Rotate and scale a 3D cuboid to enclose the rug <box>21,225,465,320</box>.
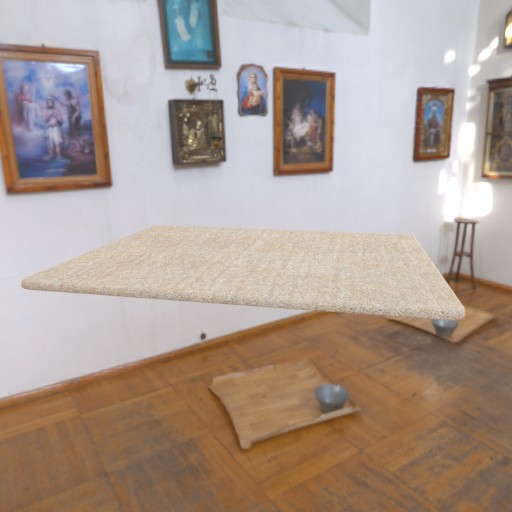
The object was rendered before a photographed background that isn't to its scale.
[{"bbox_3d":[0.000,0.000,3.339,2.528,0.048,2.009,3,14,11],"label":"rug"}]
